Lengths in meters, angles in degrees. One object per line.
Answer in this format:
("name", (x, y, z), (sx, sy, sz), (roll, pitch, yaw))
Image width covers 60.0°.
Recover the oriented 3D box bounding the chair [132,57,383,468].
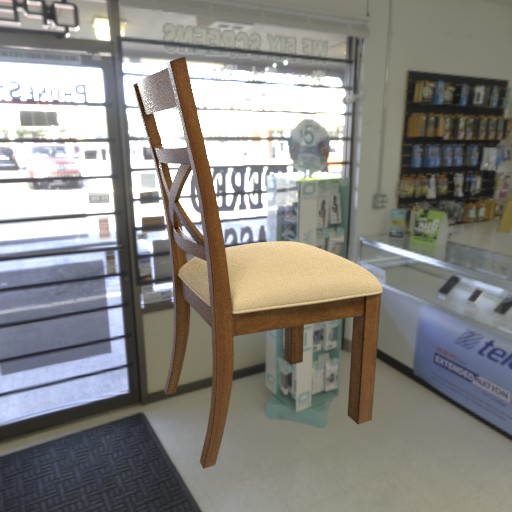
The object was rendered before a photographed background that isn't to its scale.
("chair", (0.000, 0.000, 1.260), (0.581, 0.949, 0.461), (-7, 16, -24))
